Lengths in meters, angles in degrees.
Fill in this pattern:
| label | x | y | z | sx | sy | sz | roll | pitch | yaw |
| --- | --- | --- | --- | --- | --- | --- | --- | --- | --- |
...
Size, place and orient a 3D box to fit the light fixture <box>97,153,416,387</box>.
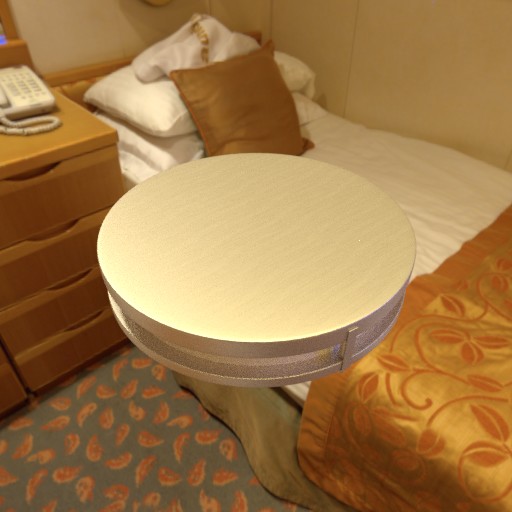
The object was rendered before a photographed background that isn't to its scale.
| label | x | y | z | sx | sy | sz | roll | pitch | yaw |
| --- | --- | --- | --- | --- | --- | --- | --- | --- | --- |
| light fixture | 0.000 | 0.000 | 0.541 | 0.356 | 0.102 | 0.356 | 0 | 39 | 0 |
